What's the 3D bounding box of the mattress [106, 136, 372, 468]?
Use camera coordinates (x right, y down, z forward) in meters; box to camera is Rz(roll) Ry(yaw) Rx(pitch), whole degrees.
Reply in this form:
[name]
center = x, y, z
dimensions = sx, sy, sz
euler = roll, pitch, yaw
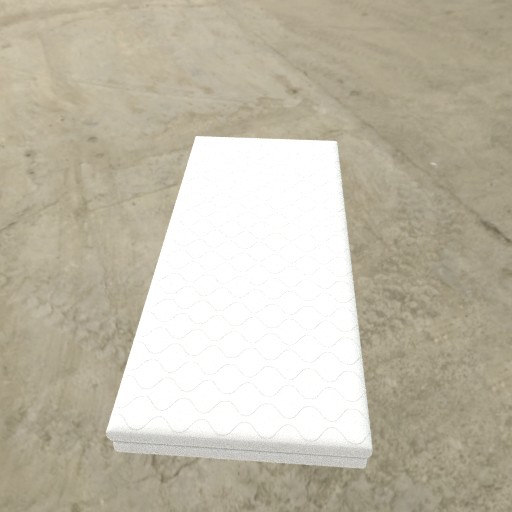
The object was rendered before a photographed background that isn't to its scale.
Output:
[mattress]
center = 0.000, 0.000, 2.192
dimensions = 0.900, 0.200, 1.900
euler = 3, 46, 3
